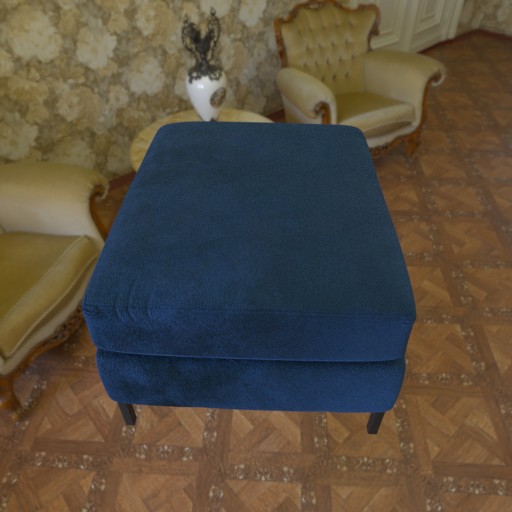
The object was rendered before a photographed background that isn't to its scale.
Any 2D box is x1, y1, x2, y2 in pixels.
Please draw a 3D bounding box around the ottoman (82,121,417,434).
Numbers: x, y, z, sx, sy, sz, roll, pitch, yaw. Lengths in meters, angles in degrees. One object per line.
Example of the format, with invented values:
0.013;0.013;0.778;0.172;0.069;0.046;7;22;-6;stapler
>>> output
0.000;0.000;1.200;0.655;0.485;0.794;1;42;2;ottoman
